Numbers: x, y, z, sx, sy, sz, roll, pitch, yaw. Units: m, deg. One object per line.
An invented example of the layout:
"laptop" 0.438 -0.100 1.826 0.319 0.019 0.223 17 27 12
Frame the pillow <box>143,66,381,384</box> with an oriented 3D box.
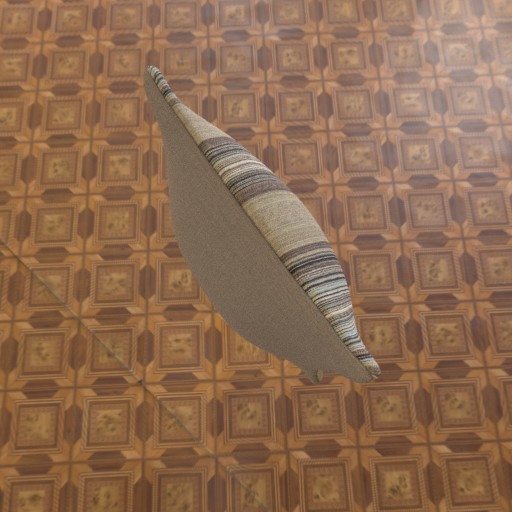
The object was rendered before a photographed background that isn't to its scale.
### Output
"pillow" 0.000 0.000 0.669 0.189 0.416 0.435 -34 77 -9
